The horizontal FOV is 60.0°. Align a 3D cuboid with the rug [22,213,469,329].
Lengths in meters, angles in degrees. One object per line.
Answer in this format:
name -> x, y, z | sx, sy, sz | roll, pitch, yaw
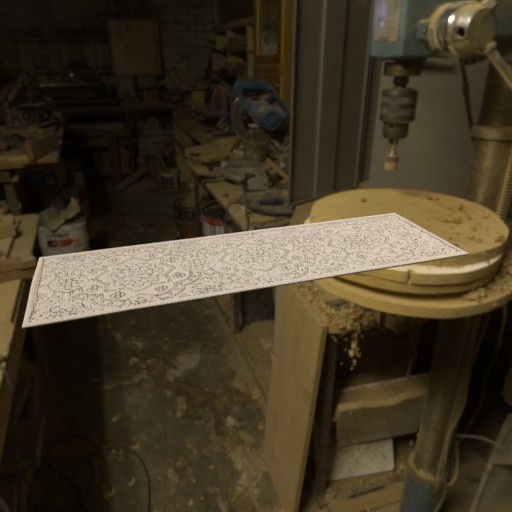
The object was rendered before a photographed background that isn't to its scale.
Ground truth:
rug -> 0.000, 0.000, 2.635 | 2.448, 0.012, 0.769 | -8, 26, -17
